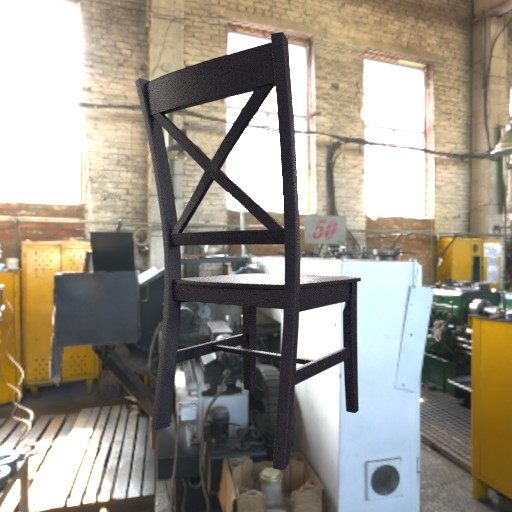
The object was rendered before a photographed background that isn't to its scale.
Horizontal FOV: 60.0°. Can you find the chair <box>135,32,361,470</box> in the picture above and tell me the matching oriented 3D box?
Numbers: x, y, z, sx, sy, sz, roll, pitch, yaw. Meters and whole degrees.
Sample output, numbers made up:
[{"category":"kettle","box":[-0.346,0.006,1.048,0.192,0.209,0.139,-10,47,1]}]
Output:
[{"category":"chair","box":[0.000,0.000,1.311,0.485,0.983,0.542,0,0,35]}]
